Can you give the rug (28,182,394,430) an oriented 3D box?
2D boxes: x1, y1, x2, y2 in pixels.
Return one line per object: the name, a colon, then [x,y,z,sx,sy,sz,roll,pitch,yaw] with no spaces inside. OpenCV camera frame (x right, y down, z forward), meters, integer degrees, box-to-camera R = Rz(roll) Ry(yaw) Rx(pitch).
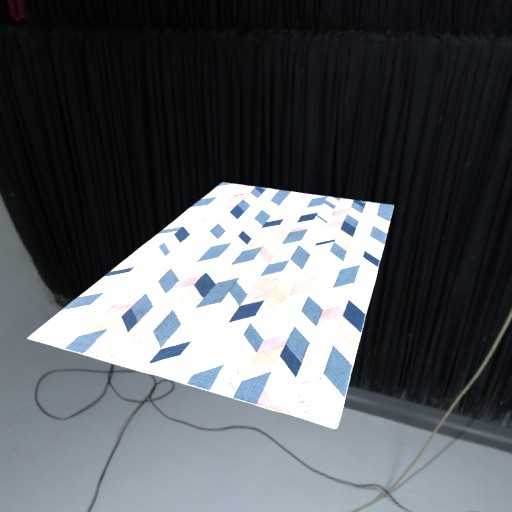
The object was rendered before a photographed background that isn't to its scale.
rug: [0.000,0.000,2.255,1.202,0.006,1.813,11,31,18]
